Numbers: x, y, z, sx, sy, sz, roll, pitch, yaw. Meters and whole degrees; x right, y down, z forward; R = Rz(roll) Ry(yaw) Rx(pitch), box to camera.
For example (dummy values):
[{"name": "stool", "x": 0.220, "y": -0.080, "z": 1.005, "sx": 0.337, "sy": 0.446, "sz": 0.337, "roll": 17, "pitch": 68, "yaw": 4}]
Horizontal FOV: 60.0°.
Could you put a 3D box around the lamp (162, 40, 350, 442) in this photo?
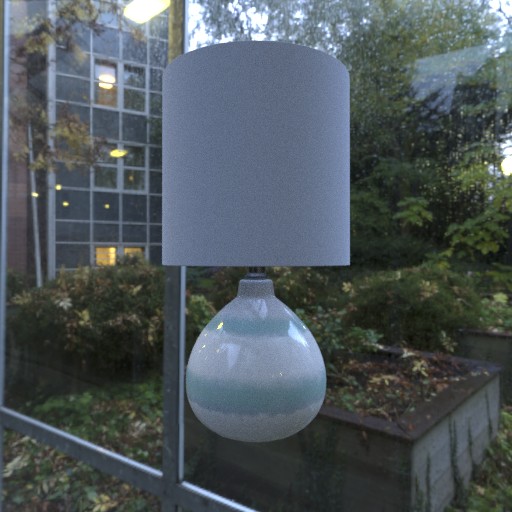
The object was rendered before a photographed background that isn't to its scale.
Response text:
[{"name": "lamp", "x": 0.000, "y": 0.000, "z": 0.522, "sx": 0.217, "sy": 0.404, "sz": 0.217, "roll": 0, "pitch": 0, "yaw": -36}]
